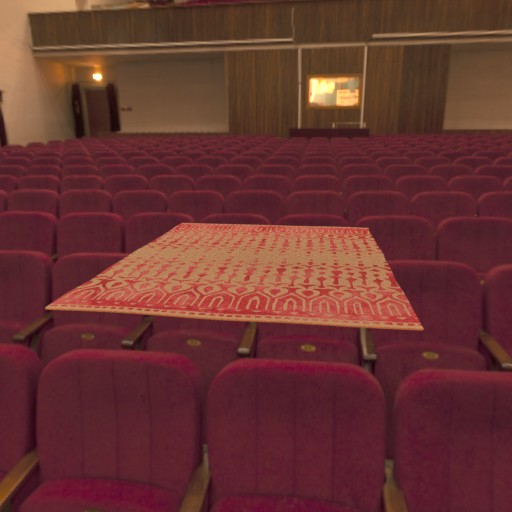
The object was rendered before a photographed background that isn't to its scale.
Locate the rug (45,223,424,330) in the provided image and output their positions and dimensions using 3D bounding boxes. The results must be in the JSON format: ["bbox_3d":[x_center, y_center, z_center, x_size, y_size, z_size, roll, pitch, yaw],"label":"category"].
[{"bbox_3d":[0.000,0.000,4.254,2.441,0.016,3.095,2,15,8],"label":"rug"}]
